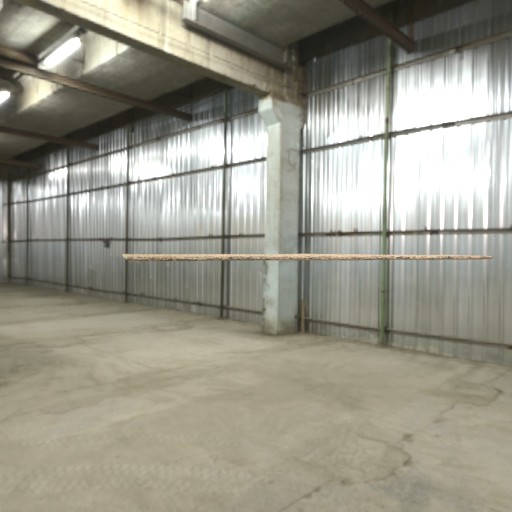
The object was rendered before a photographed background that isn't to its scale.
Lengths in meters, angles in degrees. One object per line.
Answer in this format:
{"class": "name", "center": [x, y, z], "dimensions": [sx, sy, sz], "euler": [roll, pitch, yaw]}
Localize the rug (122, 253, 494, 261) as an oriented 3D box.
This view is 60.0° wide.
{"class": "rug", "center": [0.000, 0.000, 4.204], "dimensions": [2.414, 0.036, 3.199], "euler": [0, 0, -17]}
